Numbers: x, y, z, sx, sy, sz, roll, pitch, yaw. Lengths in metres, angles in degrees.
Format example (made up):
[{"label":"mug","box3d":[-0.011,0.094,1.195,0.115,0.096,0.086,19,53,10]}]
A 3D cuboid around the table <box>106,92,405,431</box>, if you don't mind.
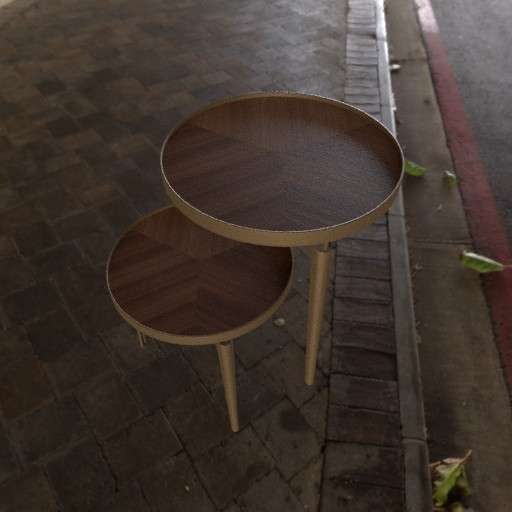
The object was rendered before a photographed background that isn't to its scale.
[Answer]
[{"label":"table","box3d":[0.000,0.000,1.137,0.532,0.555,0.751,33,55,27]}]
